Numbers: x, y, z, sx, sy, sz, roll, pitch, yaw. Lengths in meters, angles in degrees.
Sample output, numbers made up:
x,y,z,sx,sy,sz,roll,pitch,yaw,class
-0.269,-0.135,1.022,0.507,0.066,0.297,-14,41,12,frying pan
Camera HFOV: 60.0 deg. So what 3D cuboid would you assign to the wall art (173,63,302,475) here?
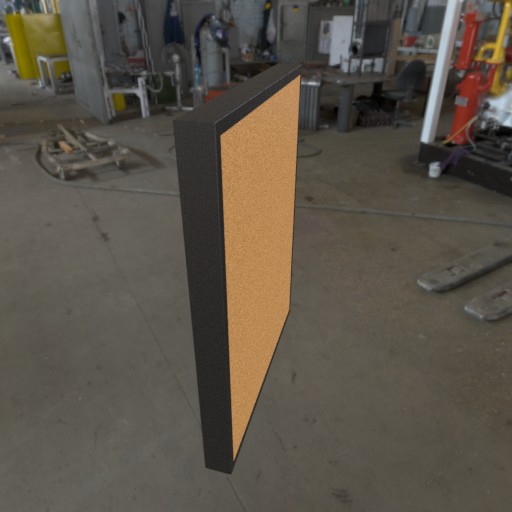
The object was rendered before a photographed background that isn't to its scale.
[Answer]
x,y,z,sx,sy,sz,roll,pitch,yaw,class
0.000,0.000,0.504,0.030,0.369,0.294,8,31,14,wall art
